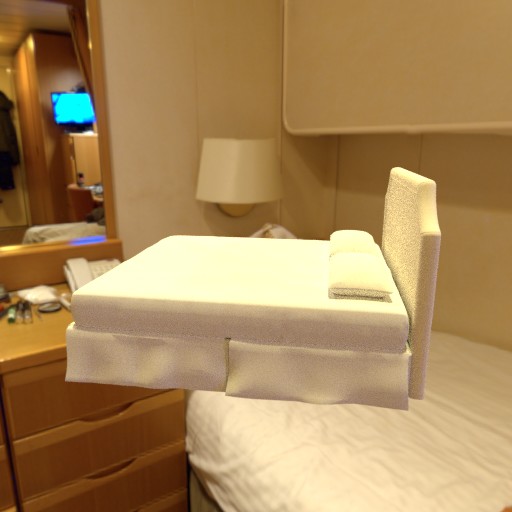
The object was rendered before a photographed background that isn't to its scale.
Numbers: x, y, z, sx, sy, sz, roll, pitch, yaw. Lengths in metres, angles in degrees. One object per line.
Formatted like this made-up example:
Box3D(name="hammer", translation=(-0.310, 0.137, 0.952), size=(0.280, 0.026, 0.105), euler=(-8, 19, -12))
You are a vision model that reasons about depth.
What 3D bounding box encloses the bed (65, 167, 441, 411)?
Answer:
Box3D(name="bed", translation=(0.000, 0.000, 4.210), size=(2.773, 1.590, 2.350), euler=(2, 15, 9))
